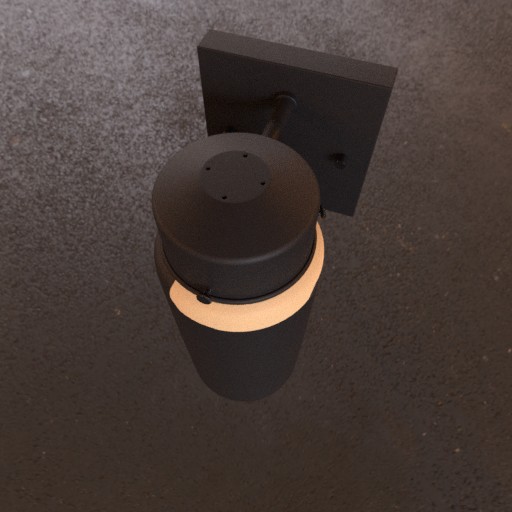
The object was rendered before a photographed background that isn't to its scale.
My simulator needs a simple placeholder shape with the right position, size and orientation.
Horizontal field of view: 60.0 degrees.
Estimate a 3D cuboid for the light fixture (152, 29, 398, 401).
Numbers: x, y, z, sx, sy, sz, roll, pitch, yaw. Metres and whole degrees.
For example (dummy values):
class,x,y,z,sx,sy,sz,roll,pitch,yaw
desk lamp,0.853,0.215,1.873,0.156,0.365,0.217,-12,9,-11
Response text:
class,x,y,z,sx,sy,sz,roll,pitch,yaw
light fixture,0.000,0.000,0.357,0.130,0.257,0.176,17,60,10
